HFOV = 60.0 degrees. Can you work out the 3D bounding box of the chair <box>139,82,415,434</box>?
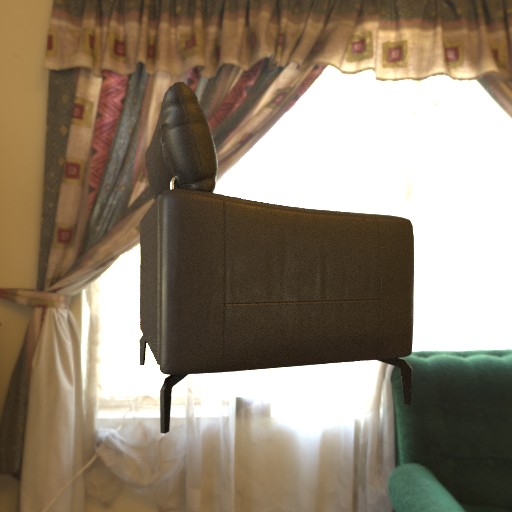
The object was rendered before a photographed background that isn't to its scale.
[{"bbox_3d":[0.000,0.000,1.686,0.809,0.949,0.976,0,-1,-18],"label":"chair"}]
